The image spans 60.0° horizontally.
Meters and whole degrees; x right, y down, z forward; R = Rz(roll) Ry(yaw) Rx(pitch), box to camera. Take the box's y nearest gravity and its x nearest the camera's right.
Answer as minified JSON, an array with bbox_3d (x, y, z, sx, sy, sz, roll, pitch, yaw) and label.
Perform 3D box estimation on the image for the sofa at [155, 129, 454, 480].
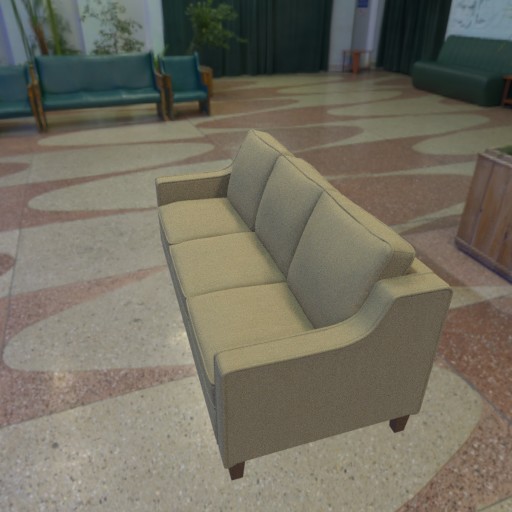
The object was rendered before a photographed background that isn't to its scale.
[{"bbox_3d":[0.000,0.000,2.493,0.911,0.974,1.986,-9,31,-15],"label":"sofa"}]
